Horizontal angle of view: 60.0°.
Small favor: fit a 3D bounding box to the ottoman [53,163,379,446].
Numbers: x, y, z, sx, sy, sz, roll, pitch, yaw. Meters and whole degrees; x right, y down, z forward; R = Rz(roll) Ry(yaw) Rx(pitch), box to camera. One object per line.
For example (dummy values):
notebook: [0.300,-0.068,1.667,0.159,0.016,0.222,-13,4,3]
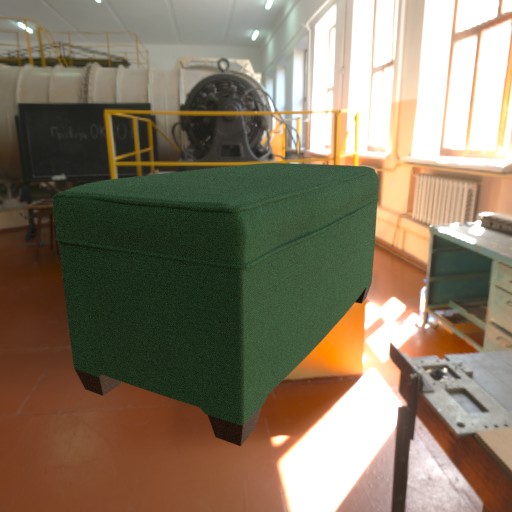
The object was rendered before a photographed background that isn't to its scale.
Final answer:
ottoman: [0.000,0.000,1.232,0.483,0.471,0.957,8,17,27]
